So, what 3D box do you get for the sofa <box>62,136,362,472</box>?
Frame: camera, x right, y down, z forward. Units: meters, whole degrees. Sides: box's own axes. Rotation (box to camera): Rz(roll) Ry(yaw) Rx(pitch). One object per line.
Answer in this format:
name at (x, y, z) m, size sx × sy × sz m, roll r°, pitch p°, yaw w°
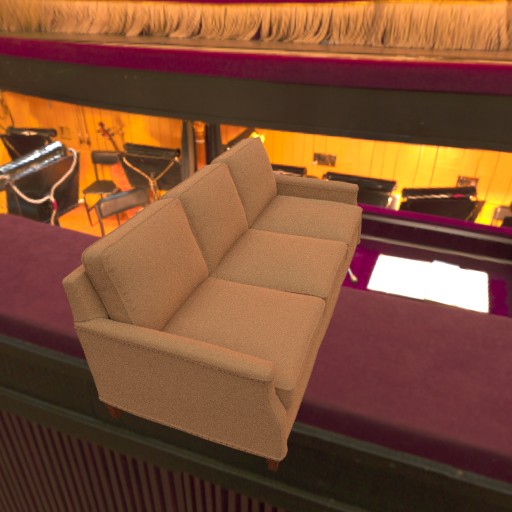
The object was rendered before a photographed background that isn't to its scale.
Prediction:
sofa at (0.000, 0.000, 2.860) m, size 1.084 × 1.003 × 2.246 m, roll 11°, pitch 32°, yaw 17°
